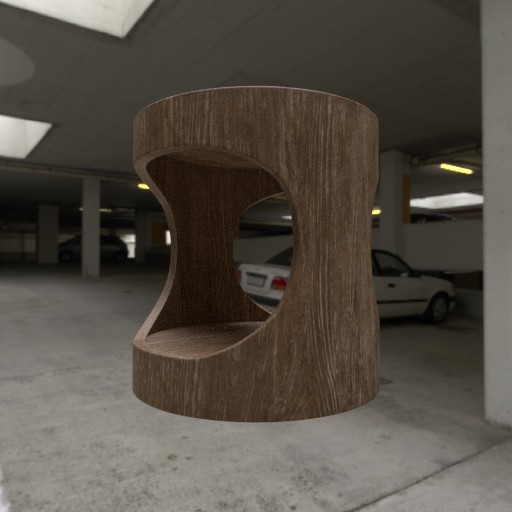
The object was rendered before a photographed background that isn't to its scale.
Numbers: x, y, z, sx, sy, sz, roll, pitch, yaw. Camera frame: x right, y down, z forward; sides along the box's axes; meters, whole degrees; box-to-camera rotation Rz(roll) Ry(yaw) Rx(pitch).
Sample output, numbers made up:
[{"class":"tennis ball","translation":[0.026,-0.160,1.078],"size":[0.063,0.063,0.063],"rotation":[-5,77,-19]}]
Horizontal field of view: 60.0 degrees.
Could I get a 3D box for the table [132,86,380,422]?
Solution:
[{"class":"table","translation":[0.000,0.000,0.986],"size":[0.527,0.551,0.527],"rotation":[0,-1,0]}]
